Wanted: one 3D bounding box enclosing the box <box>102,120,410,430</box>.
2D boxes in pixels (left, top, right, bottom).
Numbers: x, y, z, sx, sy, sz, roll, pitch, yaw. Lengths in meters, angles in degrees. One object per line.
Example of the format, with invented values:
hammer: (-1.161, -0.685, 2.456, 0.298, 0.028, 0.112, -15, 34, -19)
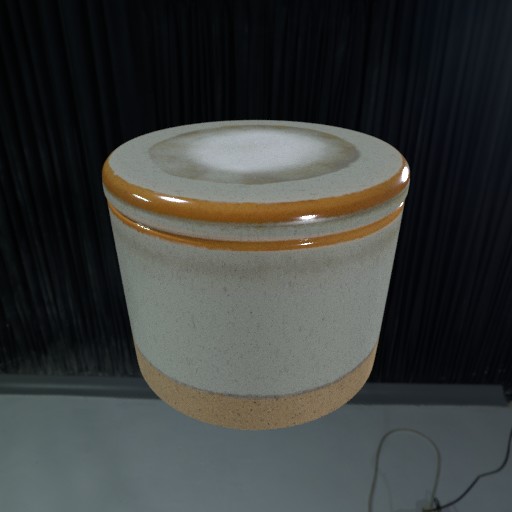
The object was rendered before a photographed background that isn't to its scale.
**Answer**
box: (0.000, 0.000, 0.206, 0.123, 0.100, 0.123, 0, 29, 0)
